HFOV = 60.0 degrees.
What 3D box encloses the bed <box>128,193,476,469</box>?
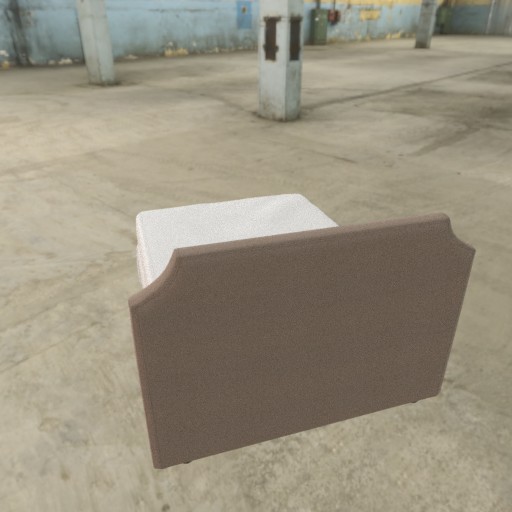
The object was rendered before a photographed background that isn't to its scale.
[{"bbox_3d":[0.000,0.000,3.228,1.828,1.303,2.164,-8,29,-15],"label":"bed"}]
